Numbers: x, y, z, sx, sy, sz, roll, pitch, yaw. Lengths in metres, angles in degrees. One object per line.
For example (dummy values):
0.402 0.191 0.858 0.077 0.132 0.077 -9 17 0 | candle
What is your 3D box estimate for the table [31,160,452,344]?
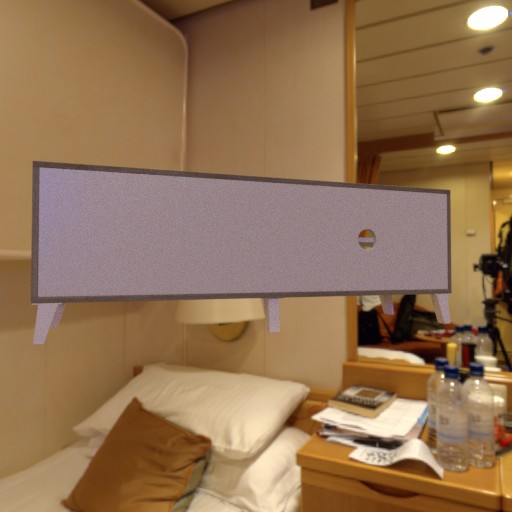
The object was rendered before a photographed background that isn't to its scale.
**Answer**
0.000 0.000 1.705 1.500 0.530 0.400 0 -2 -19 | table
